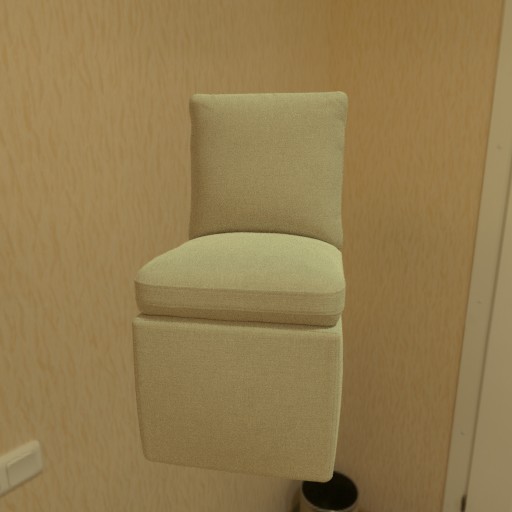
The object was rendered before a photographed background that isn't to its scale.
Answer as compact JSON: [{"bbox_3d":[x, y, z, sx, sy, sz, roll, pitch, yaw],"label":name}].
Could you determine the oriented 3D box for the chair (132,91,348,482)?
[{"bbox_3d":[0.000,0.000,1.276,0.503,0.927,0.698,2,15,9],"label":"chair"}]
